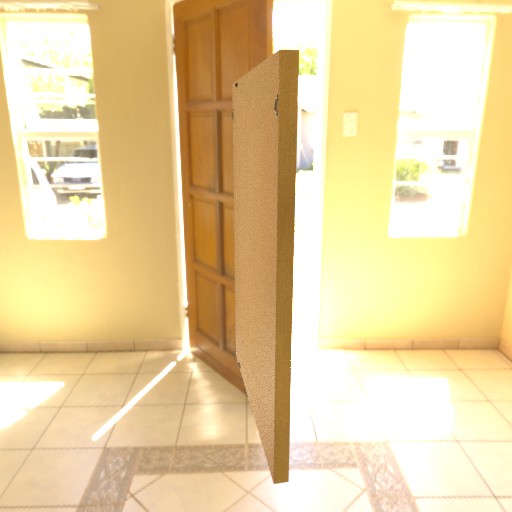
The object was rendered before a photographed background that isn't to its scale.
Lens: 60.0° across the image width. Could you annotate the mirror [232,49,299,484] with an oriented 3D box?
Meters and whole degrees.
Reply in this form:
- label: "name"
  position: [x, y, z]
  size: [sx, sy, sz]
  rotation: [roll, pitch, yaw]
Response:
- label: "mirror"
  position: [0.000, 0.000, 1.180]
  size: [0.040, 0.915, 0.609]
  rotation: [-3, 16, -10]
